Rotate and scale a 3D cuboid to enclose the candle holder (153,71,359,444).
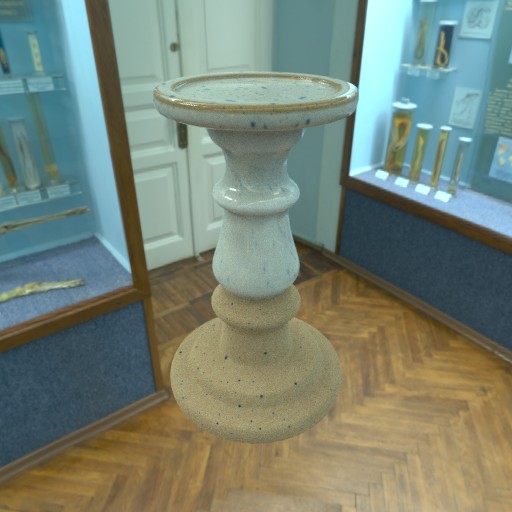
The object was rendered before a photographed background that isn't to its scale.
[{"bbox_3d":[0.000,0.000,0.276,0.123,0.202,0.123,0,30,0],"label":"candle holder"}]
